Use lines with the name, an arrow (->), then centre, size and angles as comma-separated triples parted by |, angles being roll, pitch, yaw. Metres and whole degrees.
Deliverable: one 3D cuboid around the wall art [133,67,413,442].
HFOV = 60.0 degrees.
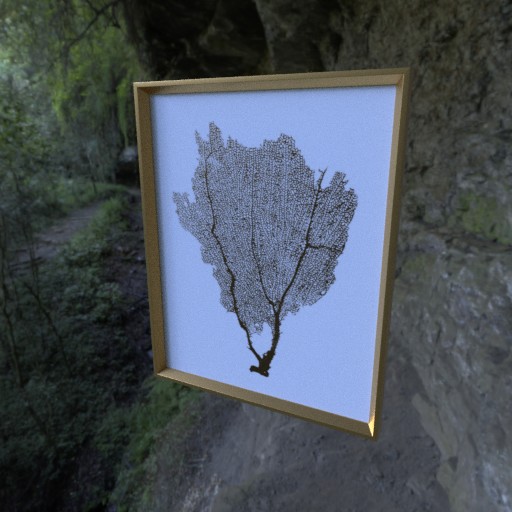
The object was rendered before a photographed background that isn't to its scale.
wall art -> 0.000, 0.000, 1.012 | 0.610, 0.762, 0.038 | 8, 18, 25
